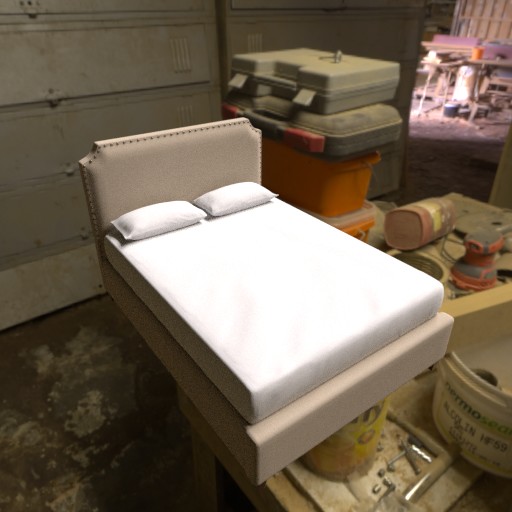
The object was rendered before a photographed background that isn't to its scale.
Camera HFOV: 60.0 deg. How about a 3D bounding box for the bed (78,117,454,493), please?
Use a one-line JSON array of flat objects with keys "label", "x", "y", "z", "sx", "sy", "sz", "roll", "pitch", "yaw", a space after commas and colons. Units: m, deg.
[{"label": "bed", "x": 0.000, "y": 0.000, "z": 3.297, "sx": 1.703, "sy": 1.415, "sz": 2.329, "roll": -20, "pitch": 36, "yaw": -31}]
